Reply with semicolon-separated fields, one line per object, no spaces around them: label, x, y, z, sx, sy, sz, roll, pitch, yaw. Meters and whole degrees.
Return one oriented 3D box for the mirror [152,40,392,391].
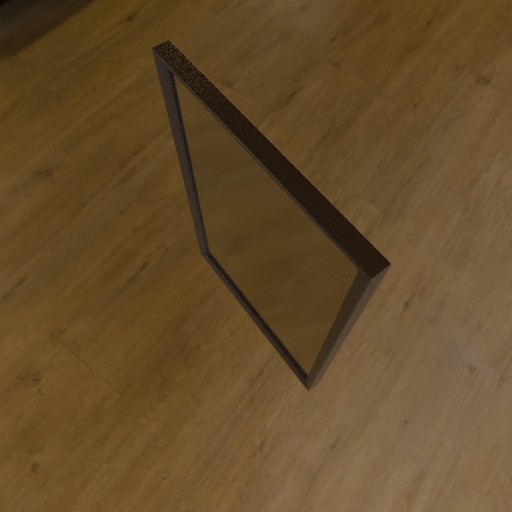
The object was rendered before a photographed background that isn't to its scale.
mirror;0.000;0.000;0.937;0.039;0.710;0.507;-34;68;-16
